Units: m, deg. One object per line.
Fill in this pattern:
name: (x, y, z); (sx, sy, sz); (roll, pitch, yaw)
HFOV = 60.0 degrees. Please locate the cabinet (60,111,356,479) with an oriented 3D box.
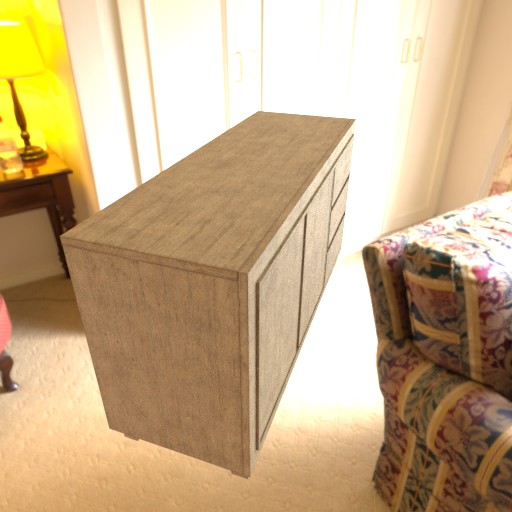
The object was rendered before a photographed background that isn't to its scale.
cabinet: (0.000, 0.000, 1.831); (0.511, 0.825, 1.460); (11, 32, 17)
